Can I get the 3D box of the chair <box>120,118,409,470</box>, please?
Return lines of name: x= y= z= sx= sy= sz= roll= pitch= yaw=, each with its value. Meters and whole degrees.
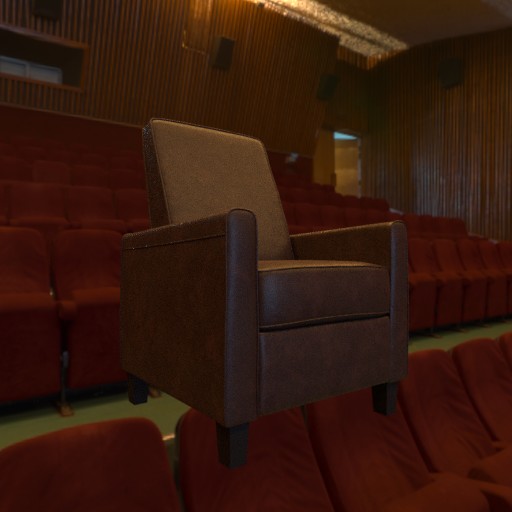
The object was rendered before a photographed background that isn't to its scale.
chair: x=0.000 y=0.000 z=1.500 sx=0.705 sy=1.013 sz=0.746 roll=0 pitch=0 yaw=-37
